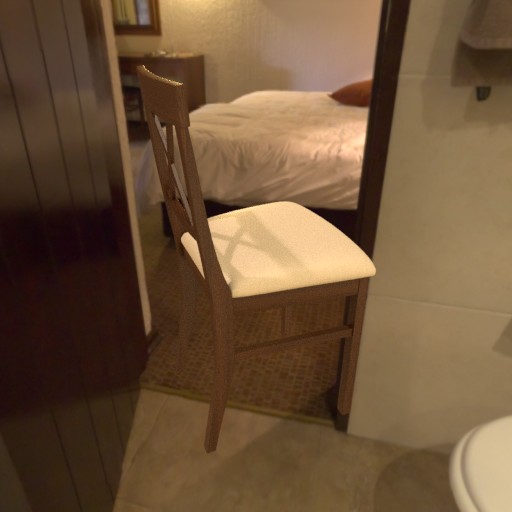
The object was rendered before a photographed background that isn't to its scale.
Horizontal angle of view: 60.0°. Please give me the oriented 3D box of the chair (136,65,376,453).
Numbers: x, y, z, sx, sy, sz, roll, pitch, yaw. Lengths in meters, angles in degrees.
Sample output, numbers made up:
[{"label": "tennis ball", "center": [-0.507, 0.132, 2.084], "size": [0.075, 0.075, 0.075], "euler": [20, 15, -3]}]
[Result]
[{"label": "chair", "center": [0.000, 0.000, 1.169], "size": [0.480, 0.913, 0.440], "euler": [-11, 30, -20]}]
